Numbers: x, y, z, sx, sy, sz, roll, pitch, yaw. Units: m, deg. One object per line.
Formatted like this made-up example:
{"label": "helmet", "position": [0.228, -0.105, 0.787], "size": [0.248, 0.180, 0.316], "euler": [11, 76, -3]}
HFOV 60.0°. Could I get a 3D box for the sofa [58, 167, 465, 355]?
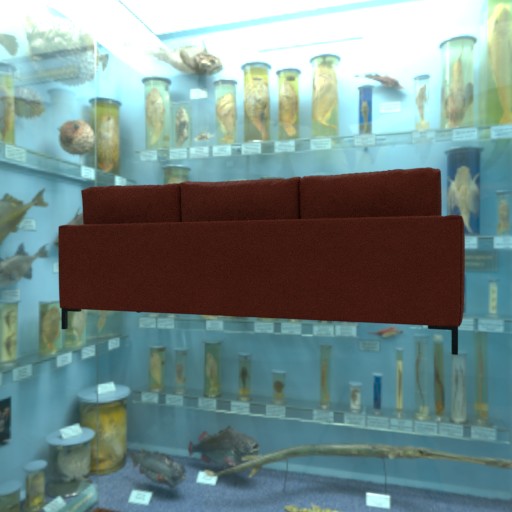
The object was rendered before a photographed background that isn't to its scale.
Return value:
{"label": "sofa", "position": [0.000, 0.000, 2.721], "size": [2.252, 0.879, 0.875], "euler": [0, 0, 18]}
